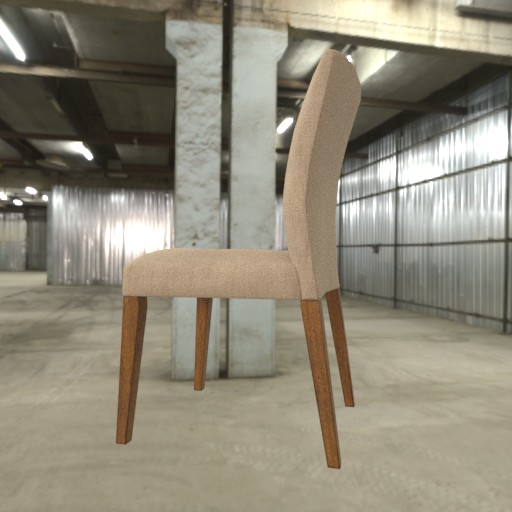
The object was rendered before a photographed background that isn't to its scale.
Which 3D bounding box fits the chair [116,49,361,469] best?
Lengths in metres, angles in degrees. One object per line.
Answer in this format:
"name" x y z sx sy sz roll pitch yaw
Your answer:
"chair" 0.000 0.000 1.266 0.585 0.940 0.496 0 0 17
